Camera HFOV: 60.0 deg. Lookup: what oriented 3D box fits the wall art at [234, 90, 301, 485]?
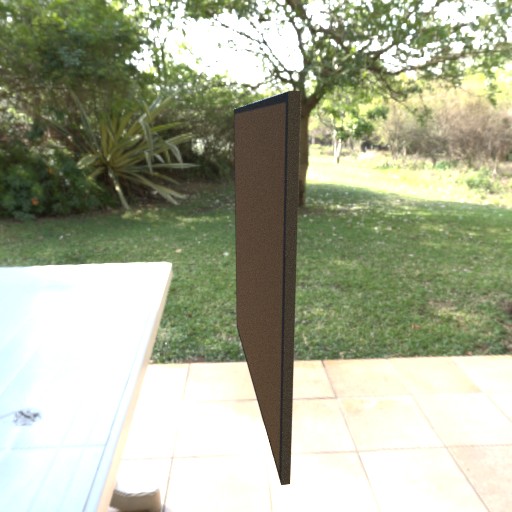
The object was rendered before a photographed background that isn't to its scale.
[{"bbox_3d":[0.000,0.000,1.230,0.022,0.803,0.805,-3,16,-9],"label":"wall art"}]
